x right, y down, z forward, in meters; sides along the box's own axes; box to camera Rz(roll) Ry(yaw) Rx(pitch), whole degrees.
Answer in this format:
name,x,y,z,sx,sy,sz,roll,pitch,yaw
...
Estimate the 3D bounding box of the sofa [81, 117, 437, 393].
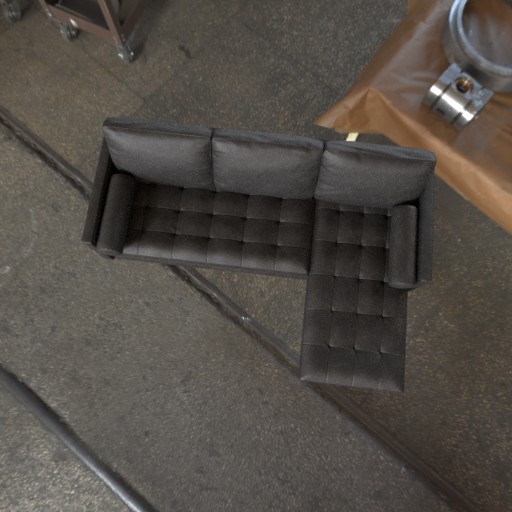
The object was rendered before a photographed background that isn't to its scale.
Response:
name,x,y,z,sx,sy,sz,roll,pitch,yaw
sofa,0.000,0.000,2.885,2.178,0.876,1.497,6,77,2
